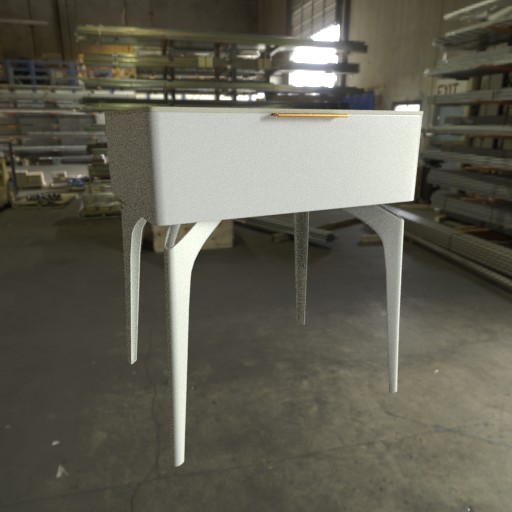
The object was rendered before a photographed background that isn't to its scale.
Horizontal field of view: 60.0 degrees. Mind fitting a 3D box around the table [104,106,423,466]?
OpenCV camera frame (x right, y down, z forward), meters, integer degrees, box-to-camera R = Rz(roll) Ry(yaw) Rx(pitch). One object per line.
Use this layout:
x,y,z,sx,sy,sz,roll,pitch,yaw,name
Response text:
0.000,0.000,0.921,0.500,0.570,0.400,-8,18,-25,table
